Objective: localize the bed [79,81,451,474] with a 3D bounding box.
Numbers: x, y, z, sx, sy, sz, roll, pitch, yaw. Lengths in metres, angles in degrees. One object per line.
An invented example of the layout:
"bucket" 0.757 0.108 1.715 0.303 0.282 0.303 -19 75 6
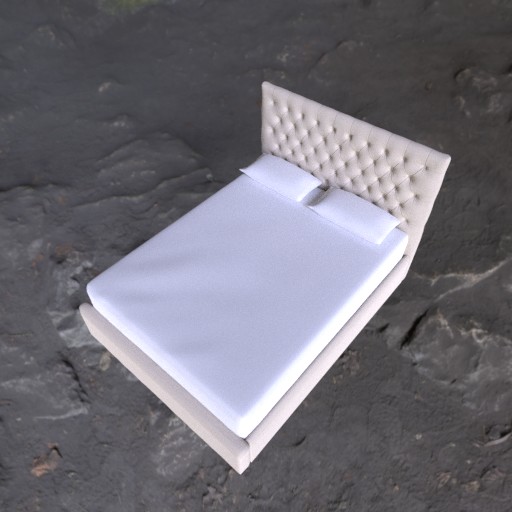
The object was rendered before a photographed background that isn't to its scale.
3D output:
"bed" 0.000 0.000 3.376 1.696 1.426 2.233 33 55 26
